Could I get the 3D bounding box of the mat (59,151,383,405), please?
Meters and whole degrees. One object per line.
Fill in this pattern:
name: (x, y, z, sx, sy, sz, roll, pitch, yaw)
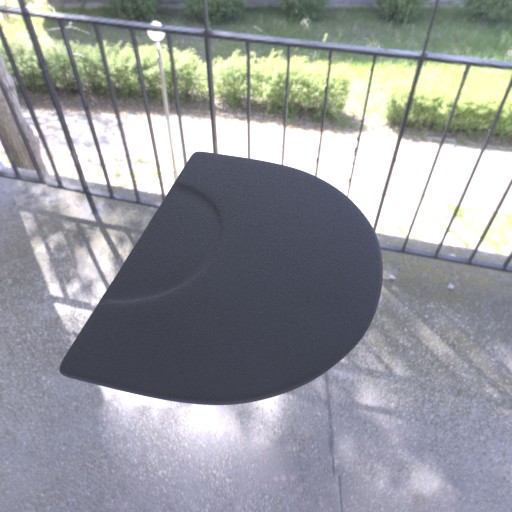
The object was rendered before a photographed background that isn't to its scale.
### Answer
mat: (0.000, 0.000, 1.633, 0.917, 0.016, 1.220, 10, 47, 10)
